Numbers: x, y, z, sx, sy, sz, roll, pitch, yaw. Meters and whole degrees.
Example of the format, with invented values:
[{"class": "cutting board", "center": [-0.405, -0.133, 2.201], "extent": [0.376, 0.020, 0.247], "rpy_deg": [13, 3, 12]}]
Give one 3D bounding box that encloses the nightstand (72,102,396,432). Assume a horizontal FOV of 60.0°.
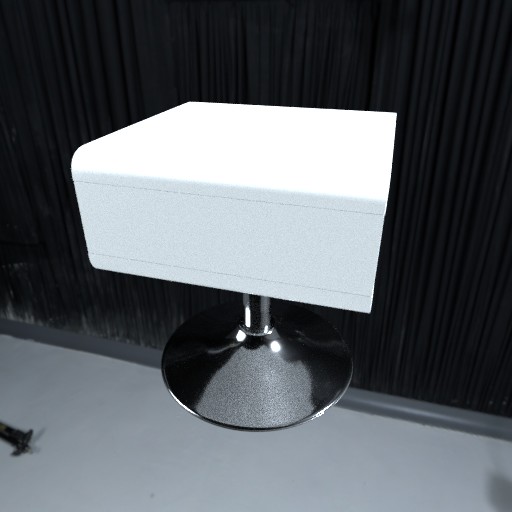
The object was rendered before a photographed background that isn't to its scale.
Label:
[{"class": "nightstand", "center": [0.000, 0.000, 0.778], "extent": [0.404, 0.447, 0.399], "rpy_deg": [8, 30, 14]}]
